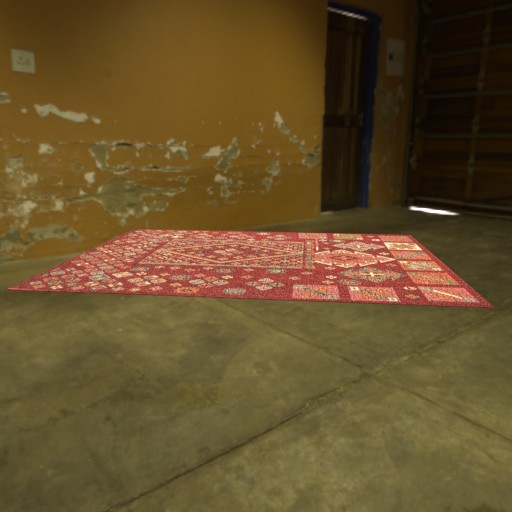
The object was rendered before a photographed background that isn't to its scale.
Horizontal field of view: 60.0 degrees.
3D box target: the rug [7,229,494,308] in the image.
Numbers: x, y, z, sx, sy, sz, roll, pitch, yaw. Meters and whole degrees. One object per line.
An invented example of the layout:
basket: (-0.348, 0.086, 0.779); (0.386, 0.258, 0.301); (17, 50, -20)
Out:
rug: (0.000, 0.000, 2.731); (2.184, 0.007, 1.579); (2, 14, 6)
